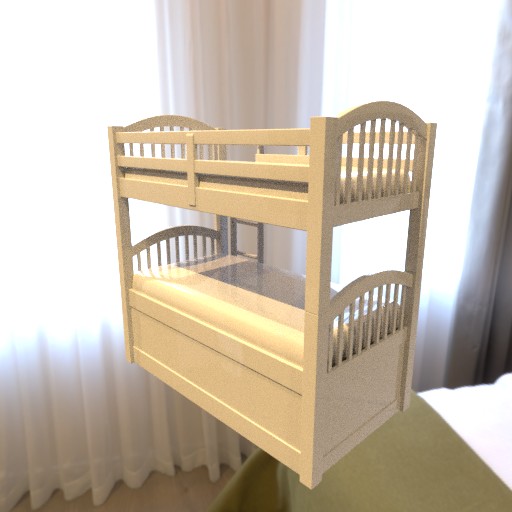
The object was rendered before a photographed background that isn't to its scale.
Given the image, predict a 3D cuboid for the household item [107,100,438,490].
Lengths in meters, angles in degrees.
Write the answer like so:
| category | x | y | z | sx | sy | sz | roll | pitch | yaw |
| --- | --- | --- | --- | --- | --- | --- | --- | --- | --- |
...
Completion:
| category | x | y | z | sx | sy | sz | roll | pitch | yaw |
| --- | --- | --- | --- | --- | --- | --- | --- | --- | --- |
| household item | 0.000 | 0.000 | 3.233 | 1.143 | 2.032 | 2.032 | -14 | 20 | -43 |
